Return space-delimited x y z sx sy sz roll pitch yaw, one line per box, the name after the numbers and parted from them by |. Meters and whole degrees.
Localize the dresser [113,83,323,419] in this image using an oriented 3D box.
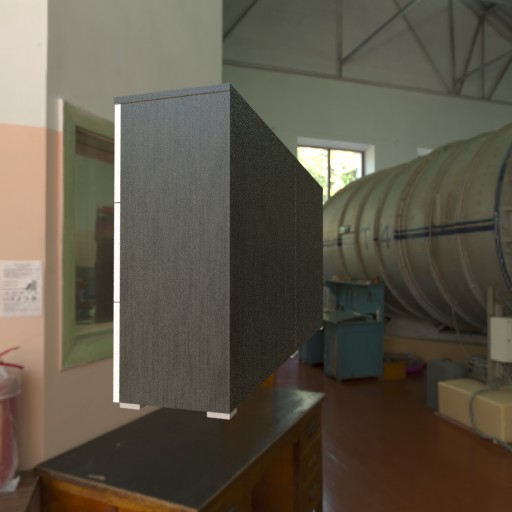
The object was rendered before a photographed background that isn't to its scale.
0.000 0.000 1.821 0.333 0.790 1.535 0 -1 17 | dresser
